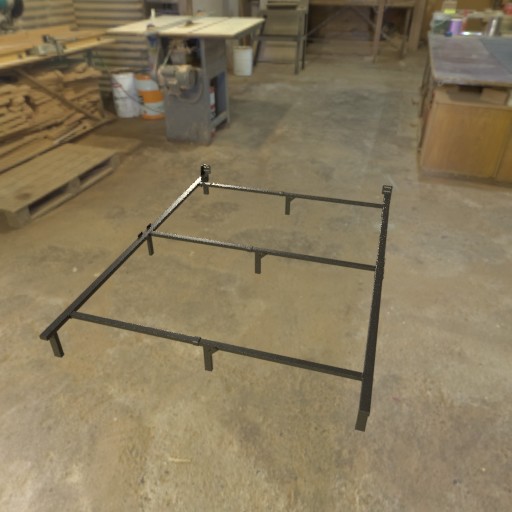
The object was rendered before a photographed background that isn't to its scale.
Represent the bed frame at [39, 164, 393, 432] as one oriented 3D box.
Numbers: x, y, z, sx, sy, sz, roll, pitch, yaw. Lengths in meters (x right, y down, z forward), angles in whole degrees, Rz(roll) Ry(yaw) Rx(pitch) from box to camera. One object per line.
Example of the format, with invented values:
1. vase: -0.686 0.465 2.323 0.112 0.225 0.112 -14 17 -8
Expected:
1. bed frame: 0.000 0.000 2.678 1.498 0.248 1.990 9 34 14
